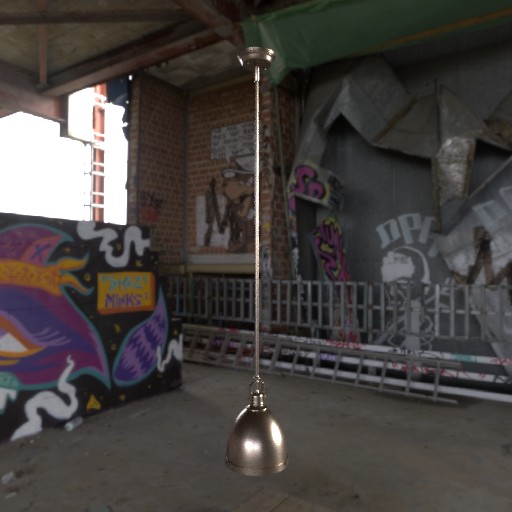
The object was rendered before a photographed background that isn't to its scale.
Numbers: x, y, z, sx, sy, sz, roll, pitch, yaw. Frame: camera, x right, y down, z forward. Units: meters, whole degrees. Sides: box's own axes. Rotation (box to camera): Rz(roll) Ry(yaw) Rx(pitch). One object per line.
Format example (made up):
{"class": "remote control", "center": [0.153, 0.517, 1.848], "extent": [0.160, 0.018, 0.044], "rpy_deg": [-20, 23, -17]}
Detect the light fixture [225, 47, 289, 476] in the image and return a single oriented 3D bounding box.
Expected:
{"class": "light fixture", "center": [0.000, 0.000, 1.495], "extent": [0.217, 1.367, 0.211], "rpy_deg": [1, -2, -36]}
